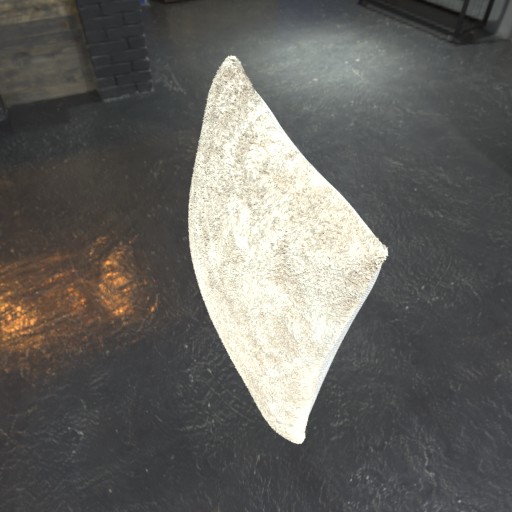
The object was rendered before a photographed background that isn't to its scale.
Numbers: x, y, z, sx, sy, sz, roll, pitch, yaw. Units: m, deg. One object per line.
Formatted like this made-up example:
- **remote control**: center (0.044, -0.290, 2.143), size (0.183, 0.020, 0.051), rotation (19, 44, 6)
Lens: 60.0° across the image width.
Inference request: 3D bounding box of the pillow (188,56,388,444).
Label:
- **pillow**: center (0.000, 0.000, 0.813), size (0.218, 0.515, 0.529), rotation (-17, 50, -15)
